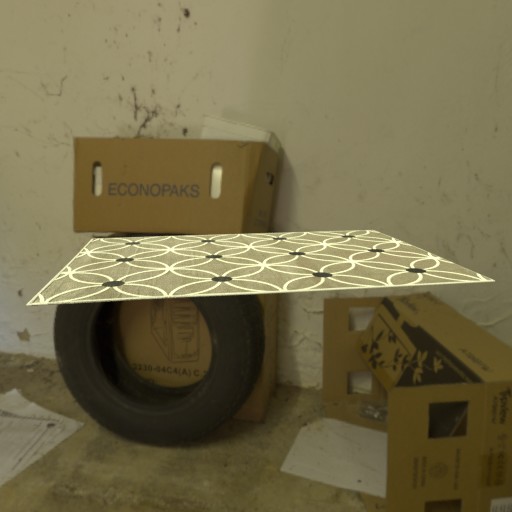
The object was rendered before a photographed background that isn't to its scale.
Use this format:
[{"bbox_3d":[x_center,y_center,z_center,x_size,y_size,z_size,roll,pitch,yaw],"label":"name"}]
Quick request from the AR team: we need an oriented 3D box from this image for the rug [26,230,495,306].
[{"bbox_3d":[0.000,0.000,2.839,2.284,0.008,1.522,-2,14,-9],"label":"rug"}]
